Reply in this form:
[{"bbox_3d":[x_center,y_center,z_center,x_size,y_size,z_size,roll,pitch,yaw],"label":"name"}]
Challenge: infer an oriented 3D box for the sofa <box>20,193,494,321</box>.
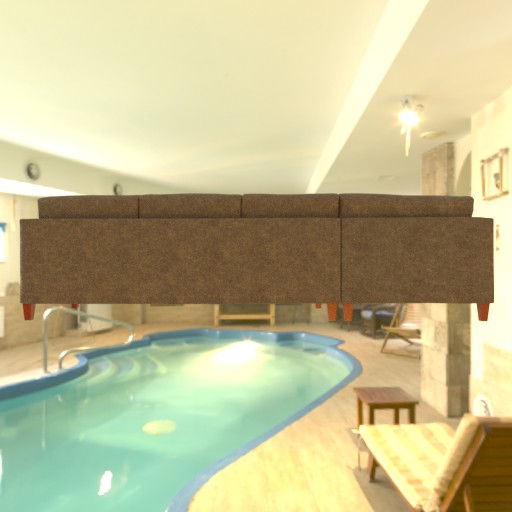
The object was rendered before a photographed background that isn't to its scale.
[{"bbox_3d":[0.000,0.000,3.985,3.471,0.954,1.606,0,0,1],"label":"sofa"}]
